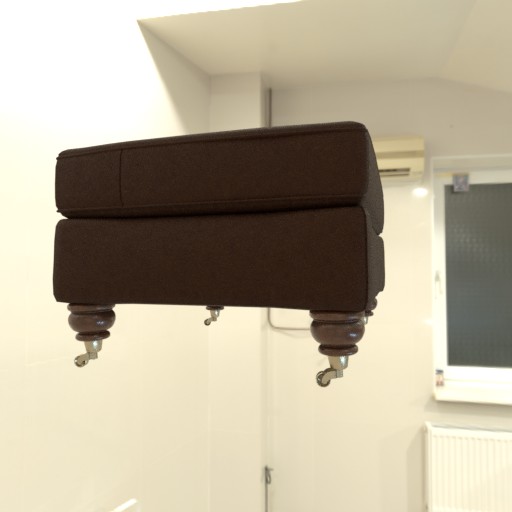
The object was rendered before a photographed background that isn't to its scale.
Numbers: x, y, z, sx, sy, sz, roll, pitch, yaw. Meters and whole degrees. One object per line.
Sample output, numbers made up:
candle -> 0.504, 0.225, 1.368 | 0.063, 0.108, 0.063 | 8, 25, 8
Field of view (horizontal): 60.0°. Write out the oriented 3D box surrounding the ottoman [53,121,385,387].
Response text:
ottoman -> 0.000, 0.000, 1.779 | 0.967, 0.730, 1.187 | -1, -2, 18
